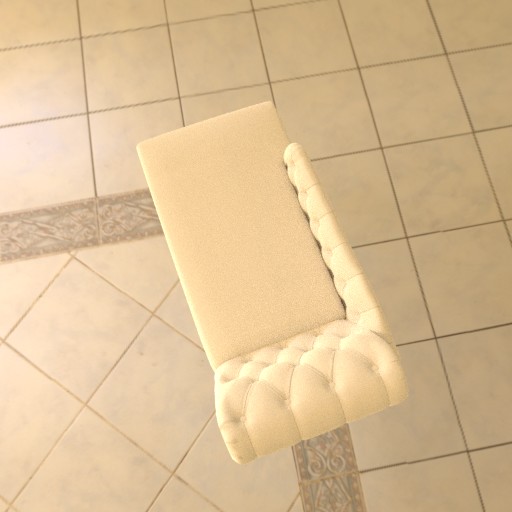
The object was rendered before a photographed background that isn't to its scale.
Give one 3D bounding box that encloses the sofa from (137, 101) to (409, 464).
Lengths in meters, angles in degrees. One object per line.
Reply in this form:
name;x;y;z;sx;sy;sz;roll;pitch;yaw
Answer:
sofa;0.000;0.000;1.859;0.675;0.787;1.379;-20;76;-5
